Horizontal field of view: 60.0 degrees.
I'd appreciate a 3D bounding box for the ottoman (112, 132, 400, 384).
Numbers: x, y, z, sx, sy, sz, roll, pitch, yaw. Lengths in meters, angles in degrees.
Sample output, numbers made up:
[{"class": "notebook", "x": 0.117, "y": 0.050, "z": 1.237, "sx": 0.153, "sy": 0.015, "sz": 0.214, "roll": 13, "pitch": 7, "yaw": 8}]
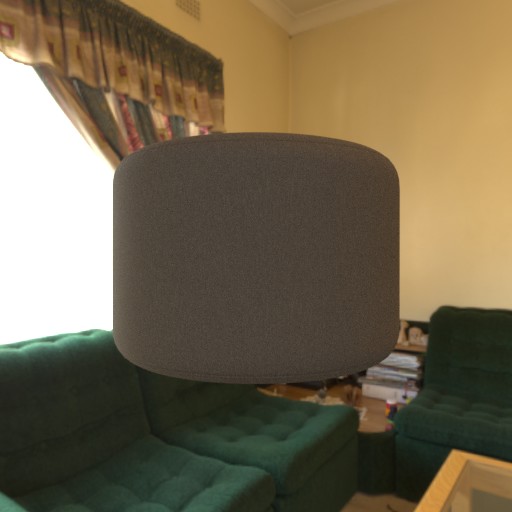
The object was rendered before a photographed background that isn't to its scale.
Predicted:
[{"class": "ottoman", "x": 0.000, "y": 0.000, "z": 0.985, "sx": 0.608, "sy": 0.433, "sz": 0.608, "roll": 0, "pitch": 0, "yaw": 0}]
